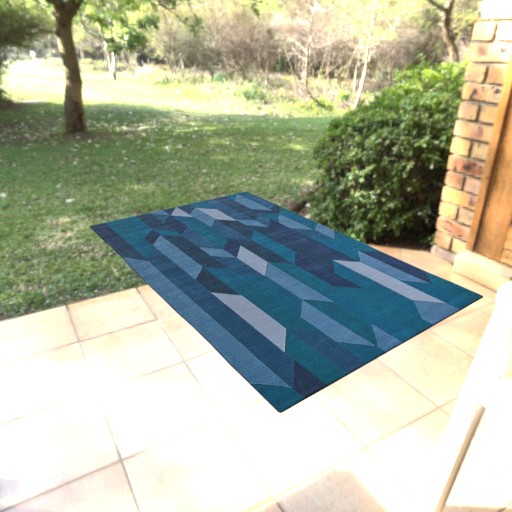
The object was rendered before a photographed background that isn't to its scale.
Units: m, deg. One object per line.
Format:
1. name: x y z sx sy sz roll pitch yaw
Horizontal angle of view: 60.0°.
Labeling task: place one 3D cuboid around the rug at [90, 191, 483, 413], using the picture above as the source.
1. rug: 0.000 0.000 3.051 1.528 0.005 2.420 -18 31 -32
